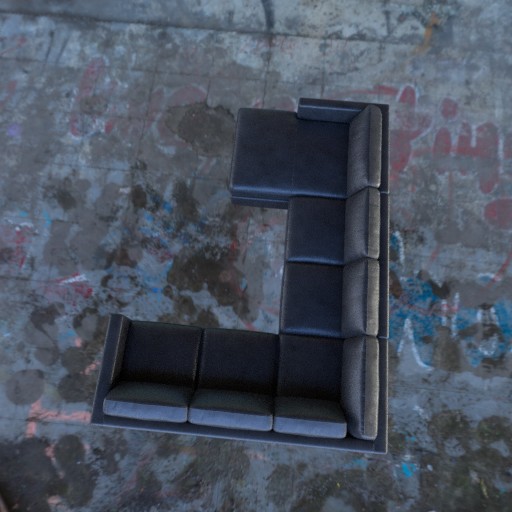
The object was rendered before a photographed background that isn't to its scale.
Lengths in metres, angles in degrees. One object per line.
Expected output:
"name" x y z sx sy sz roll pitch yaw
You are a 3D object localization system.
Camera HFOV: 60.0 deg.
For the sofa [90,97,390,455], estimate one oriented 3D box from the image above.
"sofa" 0.000 0.000 4.365 2.452 0.891 3.324 5 73 2
